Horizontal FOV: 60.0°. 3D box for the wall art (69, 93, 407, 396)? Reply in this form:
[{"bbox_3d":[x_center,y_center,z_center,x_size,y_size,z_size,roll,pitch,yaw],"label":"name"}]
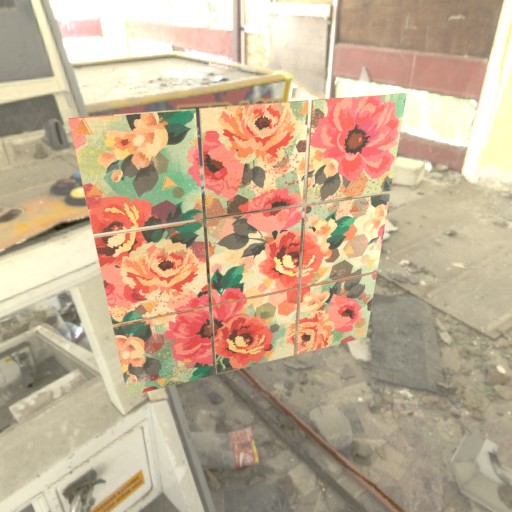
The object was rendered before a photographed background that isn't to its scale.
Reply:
[{"bbox_3d":[0.000,0.000,1.841,1.216,1.220,0.013,-10,32,-16],"label":"wall art"}]
